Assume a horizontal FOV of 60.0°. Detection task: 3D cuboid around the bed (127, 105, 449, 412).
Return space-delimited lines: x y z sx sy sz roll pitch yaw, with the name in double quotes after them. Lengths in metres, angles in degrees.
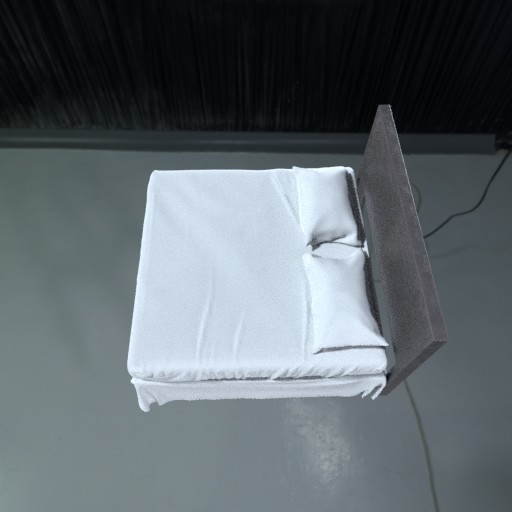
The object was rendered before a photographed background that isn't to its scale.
0.000 0.000 2.983 1.785 1.142 1.772 -1 60 -1 "bed"
